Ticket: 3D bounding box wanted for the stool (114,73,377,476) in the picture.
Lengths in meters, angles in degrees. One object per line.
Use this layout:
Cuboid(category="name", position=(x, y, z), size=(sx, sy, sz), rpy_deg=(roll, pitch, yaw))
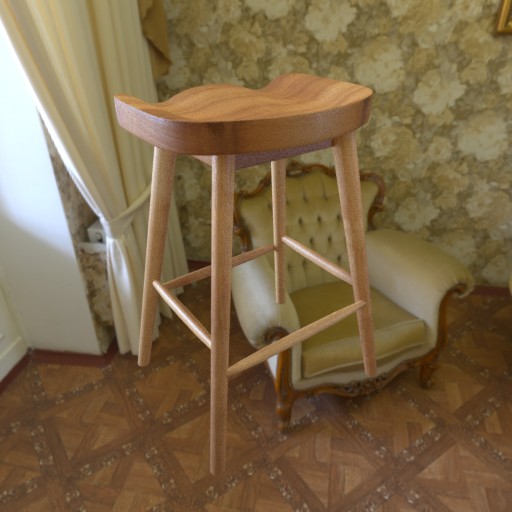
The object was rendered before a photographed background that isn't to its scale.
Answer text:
Cuboid(category="stool", position=(0.000, 0.000, 0.878), size=(0.440, 0.615, 0.361), rpy_deg=(-20, 36, -30))
